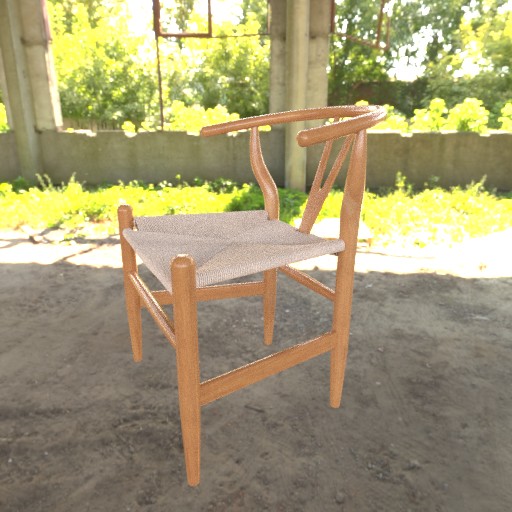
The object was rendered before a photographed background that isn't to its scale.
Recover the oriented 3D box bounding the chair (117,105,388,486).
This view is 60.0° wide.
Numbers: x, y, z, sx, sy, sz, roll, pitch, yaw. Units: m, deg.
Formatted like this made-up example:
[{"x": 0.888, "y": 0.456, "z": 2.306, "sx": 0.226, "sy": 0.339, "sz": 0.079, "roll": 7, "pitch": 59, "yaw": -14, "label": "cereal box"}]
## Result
[{"x": 0.000, "y": 0.000, "z": 1.122, "sx": 0.579, "sy": 0.730, "sz": 0.569, "roll": -8, "pitch": 19, "yaw": -25, "label": "chair"}]
